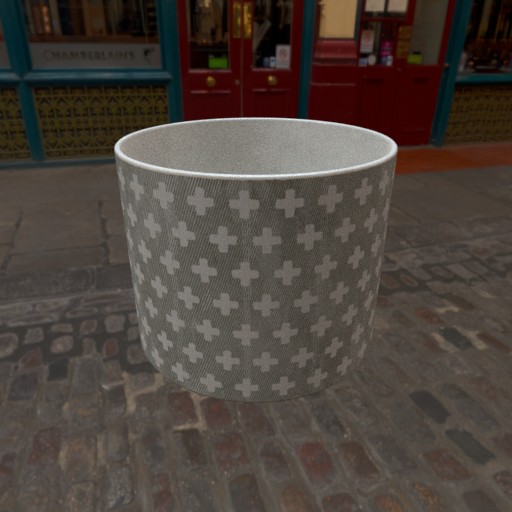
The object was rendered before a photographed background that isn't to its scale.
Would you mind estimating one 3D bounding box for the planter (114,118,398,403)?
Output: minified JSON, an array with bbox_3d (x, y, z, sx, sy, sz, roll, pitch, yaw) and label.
[{"bbox_3d":[0.000,0.000,0.458,0.250,0.239,0.250,0,26,0],"label":"planter"}]
